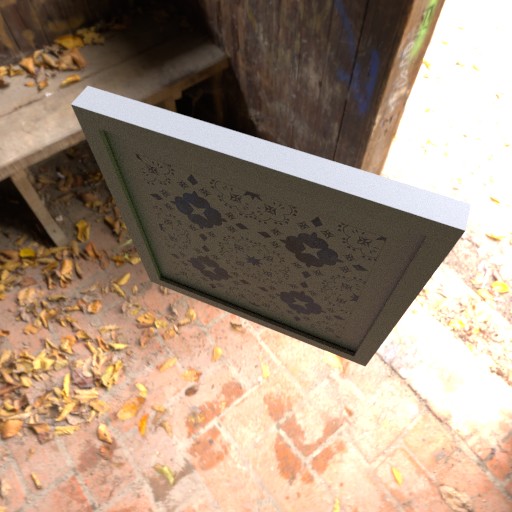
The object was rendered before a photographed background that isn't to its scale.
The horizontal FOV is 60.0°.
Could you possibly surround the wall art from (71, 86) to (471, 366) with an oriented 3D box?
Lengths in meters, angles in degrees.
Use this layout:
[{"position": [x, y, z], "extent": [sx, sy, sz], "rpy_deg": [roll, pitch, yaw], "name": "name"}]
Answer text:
[{"position": [0.000, 0.000, 0.528], "extent": [0.355, 0.355, 0.027], "rpy_deg": [20, 62, 11], "name": "wall art"}]
